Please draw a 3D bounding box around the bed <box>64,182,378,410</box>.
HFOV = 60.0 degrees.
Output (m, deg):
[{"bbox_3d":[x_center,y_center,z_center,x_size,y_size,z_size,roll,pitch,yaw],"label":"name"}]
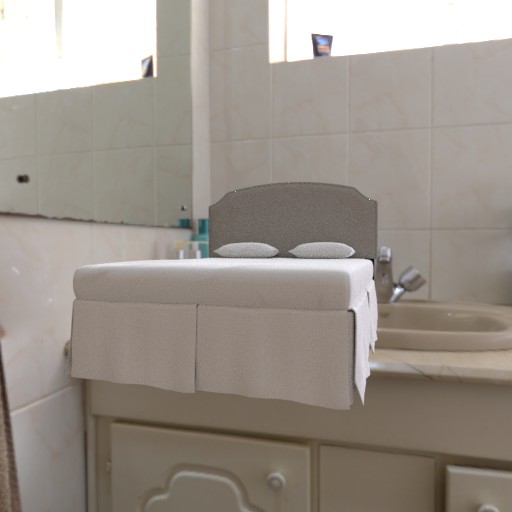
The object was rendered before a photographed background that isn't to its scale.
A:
[{"bbox_3d":[0.000,0.000,3.009,1.558,1.270,1.999,0,1,18],"label":"bed"}]
